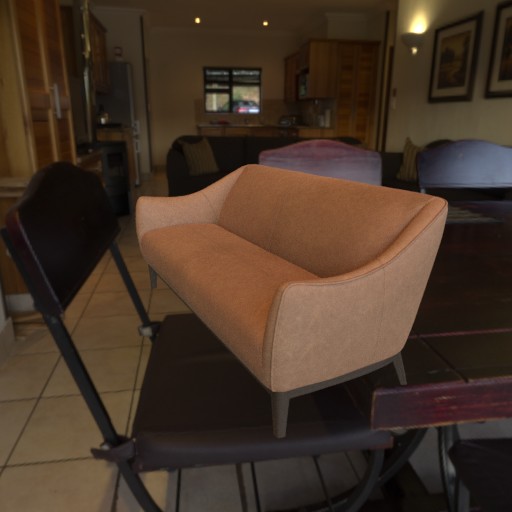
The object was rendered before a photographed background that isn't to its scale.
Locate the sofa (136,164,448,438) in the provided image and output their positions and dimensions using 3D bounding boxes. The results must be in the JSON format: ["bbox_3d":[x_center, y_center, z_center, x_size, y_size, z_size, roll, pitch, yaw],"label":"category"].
[{"bbox_3d":[0.000,0.000,2.409,0.869,0.830,1.928,-9,19,-26],"label":"sofa"}]
